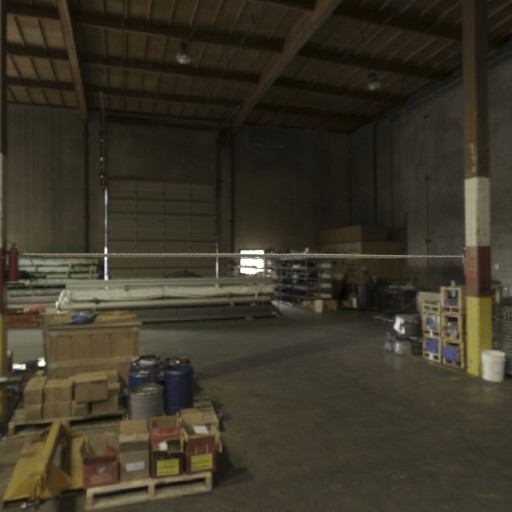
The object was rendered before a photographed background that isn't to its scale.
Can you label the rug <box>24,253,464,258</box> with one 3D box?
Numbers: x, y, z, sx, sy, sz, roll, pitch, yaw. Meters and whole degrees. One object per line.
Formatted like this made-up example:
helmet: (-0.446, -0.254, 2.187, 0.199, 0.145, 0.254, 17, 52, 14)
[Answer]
rug: (0.000, 0.000, 2.634, 2.390, 0.014, 0.741, 0, -1, -18)
